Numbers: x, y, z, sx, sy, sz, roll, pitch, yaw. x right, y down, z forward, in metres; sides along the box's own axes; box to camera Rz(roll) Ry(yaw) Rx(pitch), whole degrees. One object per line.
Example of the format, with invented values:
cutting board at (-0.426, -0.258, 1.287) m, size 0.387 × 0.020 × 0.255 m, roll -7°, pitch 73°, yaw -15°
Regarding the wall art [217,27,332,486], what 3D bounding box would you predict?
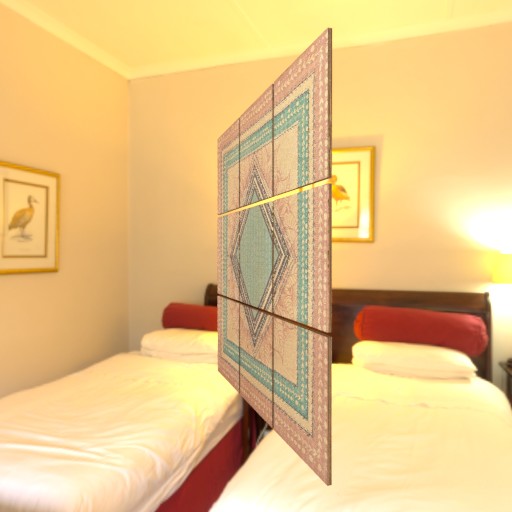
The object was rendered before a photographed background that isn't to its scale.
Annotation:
wall art at (0.000, 0.000, 1.749) m, size 0.013 × 1.213 × 1.215 m, roll 0°, pitch 0°, yaw -19°
